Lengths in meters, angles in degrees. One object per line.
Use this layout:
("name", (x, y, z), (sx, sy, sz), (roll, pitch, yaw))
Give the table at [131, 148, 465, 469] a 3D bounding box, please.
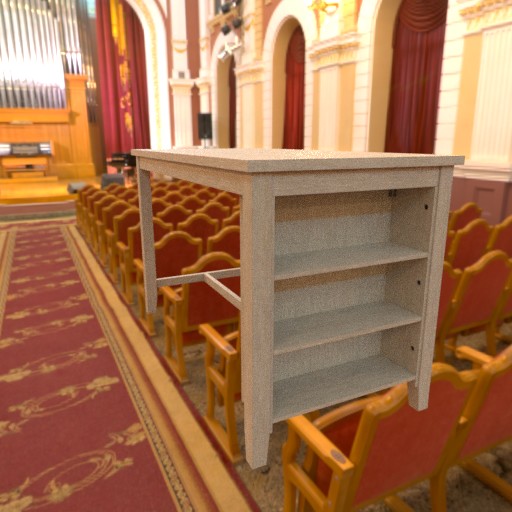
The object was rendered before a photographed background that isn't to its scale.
("table", (0.000, 0.000, 1.906), (0.729, 0.874, 1.397), (-7, 16, -25))
